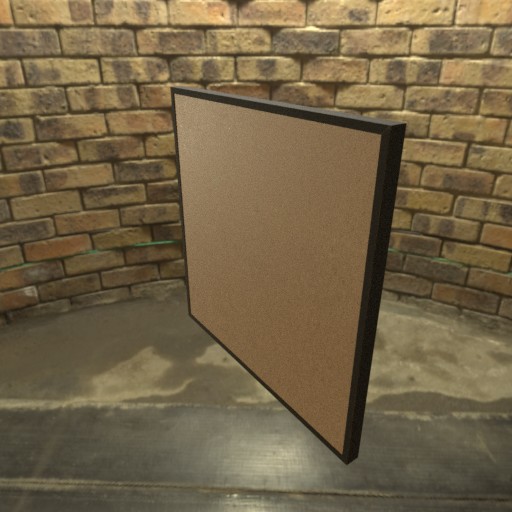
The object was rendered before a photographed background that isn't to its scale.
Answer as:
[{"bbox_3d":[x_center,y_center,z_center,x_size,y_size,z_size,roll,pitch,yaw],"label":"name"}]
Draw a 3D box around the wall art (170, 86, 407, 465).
[{"bbox_3d":[0.000,0.000,1.139,0.038,0.762,0.762,-18,31,-32],"label":"wall art"}]
